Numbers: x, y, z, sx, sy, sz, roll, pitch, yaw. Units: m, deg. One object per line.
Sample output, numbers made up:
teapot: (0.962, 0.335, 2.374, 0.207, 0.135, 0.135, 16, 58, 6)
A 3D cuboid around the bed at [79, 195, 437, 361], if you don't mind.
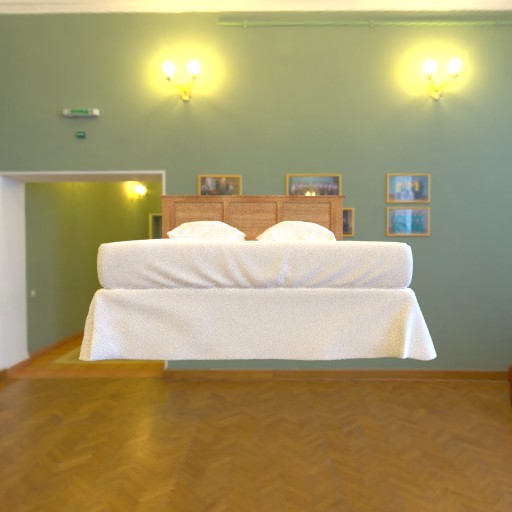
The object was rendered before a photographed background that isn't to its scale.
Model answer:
bed: (0.000, 0.000, 3.733, 2.317, 1.270, 2.215, 0, 1, 0)
